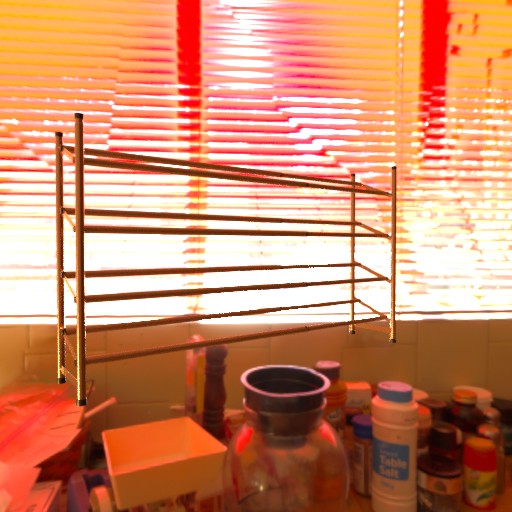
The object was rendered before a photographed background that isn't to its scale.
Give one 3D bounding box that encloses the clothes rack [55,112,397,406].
[{"bbox_3d":[0.000,0.000,1.439,1.168,0.672,0.229,-1,2,-36],"label":"clothes rack"}]
